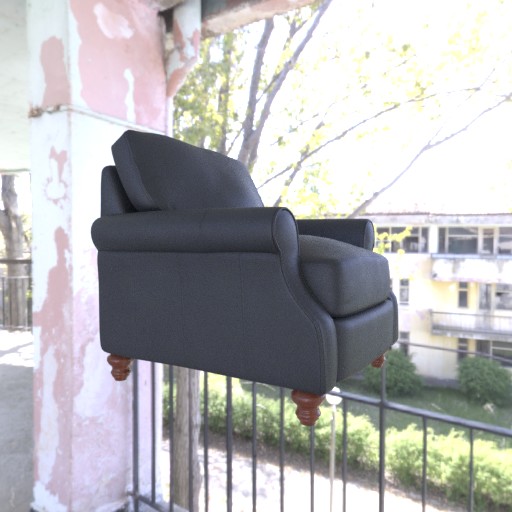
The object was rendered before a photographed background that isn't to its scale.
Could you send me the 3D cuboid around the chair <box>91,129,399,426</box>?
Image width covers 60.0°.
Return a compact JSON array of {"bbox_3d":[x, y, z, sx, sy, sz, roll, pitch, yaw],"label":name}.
[{"bbox_3d":[0.000,0.000,1.811,1.027,0.960,1.015,1,2,36],"label":"chair"}]
